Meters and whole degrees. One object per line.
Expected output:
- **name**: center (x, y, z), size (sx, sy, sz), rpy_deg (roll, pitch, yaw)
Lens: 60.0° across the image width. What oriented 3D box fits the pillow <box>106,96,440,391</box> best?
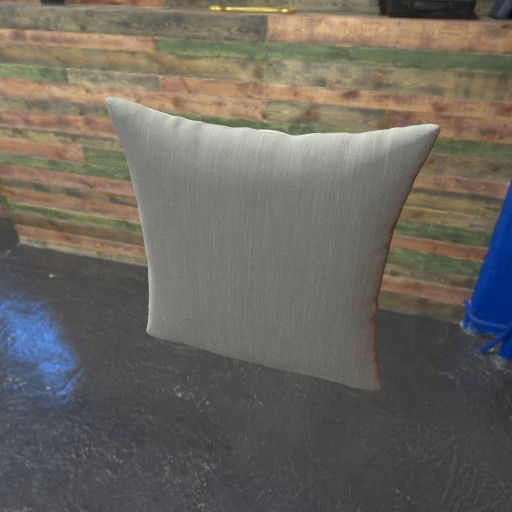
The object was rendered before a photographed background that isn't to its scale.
- **pillow**: center (0.000, 0.000, 0.784), size (0.511, 0.509, 0.161), rpy_deg (10, 34, 15)
